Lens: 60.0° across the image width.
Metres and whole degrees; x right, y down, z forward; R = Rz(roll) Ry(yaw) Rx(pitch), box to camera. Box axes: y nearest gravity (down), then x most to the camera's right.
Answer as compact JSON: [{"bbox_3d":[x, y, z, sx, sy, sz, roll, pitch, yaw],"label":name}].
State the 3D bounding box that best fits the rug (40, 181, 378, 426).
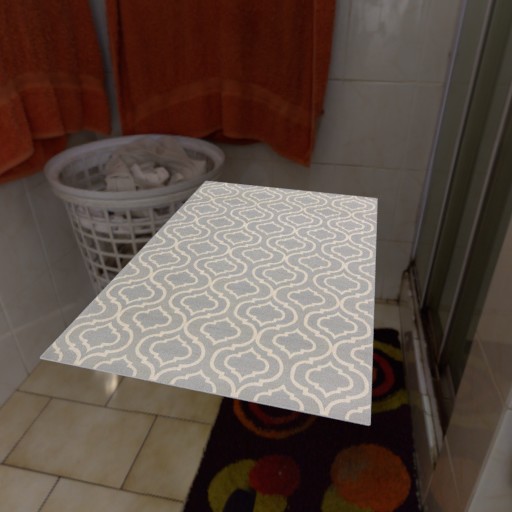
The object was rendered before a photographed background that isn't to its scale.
[{"bbox_3d":[0.000,0.000,2.174,1.141,0.015,1.749,7,32,12],"label":"rug"}]
